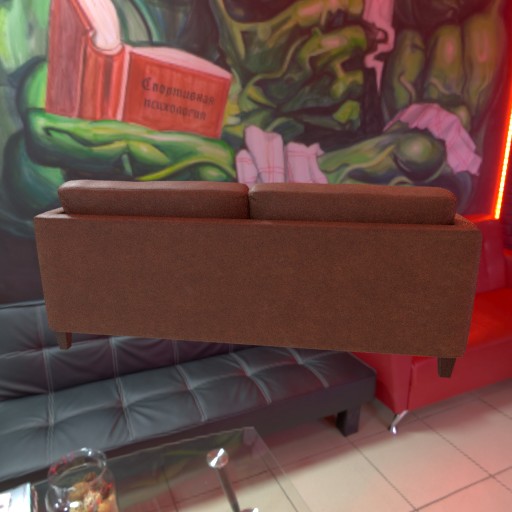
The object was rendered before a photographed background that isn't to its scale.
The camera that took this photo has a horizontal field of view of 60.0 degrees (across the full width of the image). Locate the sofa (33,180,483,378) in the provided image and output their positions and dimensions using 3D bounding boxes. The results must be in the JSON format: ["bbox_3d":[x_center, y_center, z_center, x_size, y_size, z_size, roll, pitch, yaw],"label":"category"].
[{"bbox_3d":[0.000,0.000,2.632,2.204,0.932,0.950,2,17,8],"label":"sofa"}]
